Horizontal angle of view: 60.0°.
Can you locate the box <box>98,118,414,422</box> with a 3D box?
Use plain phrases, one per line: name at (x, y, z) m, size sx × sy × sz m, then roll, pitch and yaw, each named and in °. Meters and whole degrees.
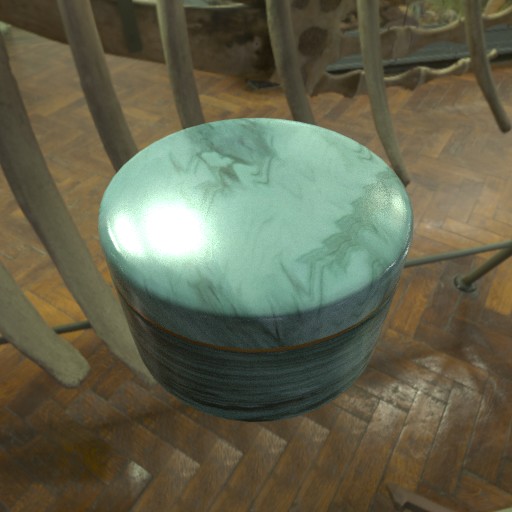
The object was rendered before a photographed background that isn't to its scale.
box at (0.000, 0.000, 0.165) m, size 0.101 × 0.063 × 0.101 m, roll 0°, pitch 46°, yaw 0°
